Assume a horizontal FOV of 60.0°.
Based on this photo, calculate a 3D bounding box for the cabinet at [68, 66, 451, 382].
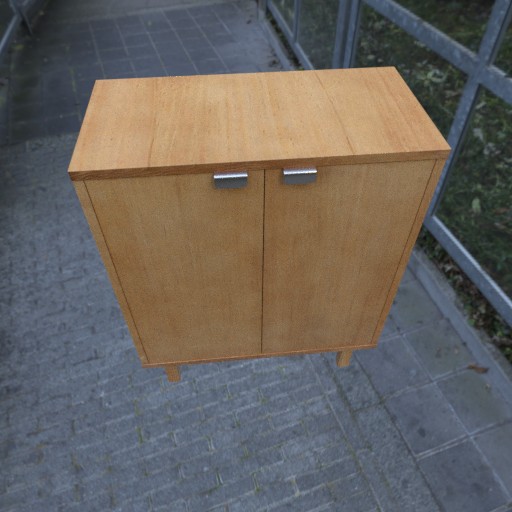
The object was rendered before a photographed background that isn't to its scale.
[{"bbox_3d":[0.000,0.000,1.414,0.800,1.001,0.419,-4,47,-4],"label":"cabinet"}]
